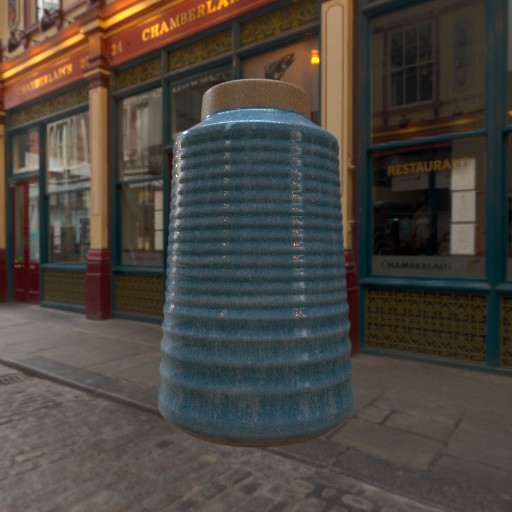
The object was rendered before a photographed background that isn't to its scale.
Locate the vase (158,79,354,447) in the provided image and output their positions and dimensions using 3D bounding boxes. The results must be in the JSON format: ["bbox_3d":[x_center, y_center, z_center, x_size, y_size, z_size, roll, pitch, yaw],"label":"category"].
[{"bbox_3d":[0.000,0.000,0.377,0.163,0.267,0.163,0,0,0],"label":"vase"}]
